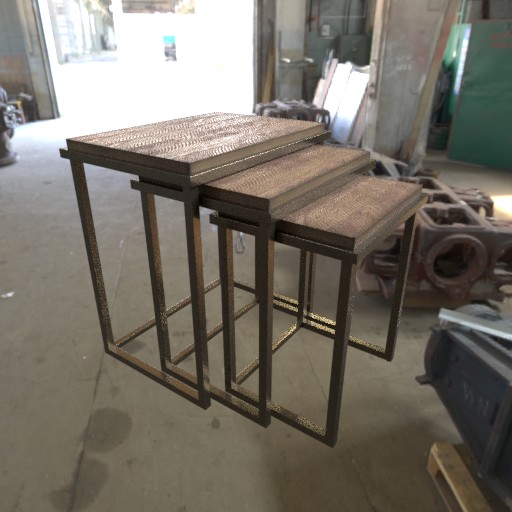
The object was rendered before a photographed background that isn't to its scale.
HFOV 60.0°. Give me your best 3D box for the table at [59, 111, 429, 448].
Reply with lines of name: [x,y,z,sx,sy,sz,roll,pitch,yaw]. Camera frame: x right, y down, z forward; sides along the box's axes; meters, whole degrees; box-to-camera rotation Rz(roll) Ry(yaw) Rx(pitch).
table: [0.000,0.000,1.155,0.706,0.610,0.559,17,31,31]
